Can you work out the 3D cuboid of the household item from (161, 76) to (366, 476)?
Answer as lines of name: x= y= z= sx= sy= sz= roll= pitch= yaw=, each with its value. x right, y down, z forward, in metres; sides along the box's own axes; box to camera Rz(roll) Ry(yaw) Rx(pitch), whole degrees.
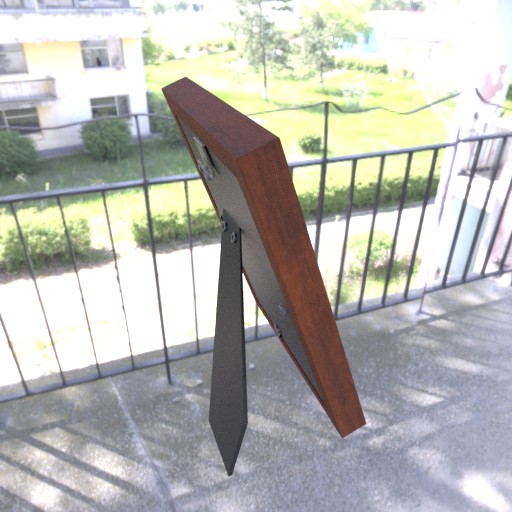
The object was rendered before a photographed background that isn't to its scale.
household item: x=0.000 y=0.000 z=0.295 sx=0.096 sy=0.204 sz=0.160 roll=-11 pitch=32 yaw=-18
